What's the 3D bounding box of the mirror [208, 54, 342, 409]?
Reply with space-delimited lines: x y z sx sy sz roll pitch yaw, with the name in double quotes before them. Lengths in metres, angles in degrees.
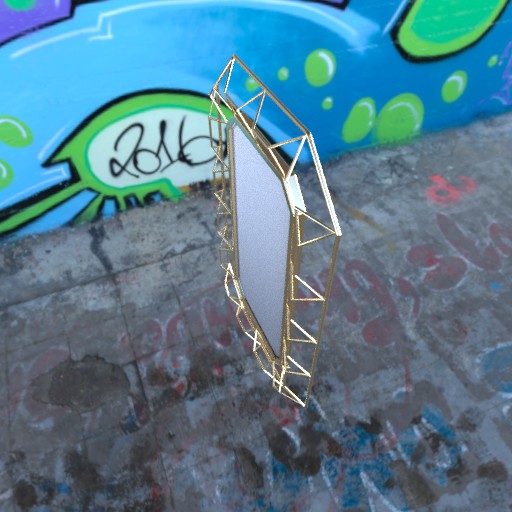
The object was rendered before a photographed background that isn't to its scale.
"mirror" 0.000 0.000 1.111 0.051 0.870 0.572 -18 50 -16
